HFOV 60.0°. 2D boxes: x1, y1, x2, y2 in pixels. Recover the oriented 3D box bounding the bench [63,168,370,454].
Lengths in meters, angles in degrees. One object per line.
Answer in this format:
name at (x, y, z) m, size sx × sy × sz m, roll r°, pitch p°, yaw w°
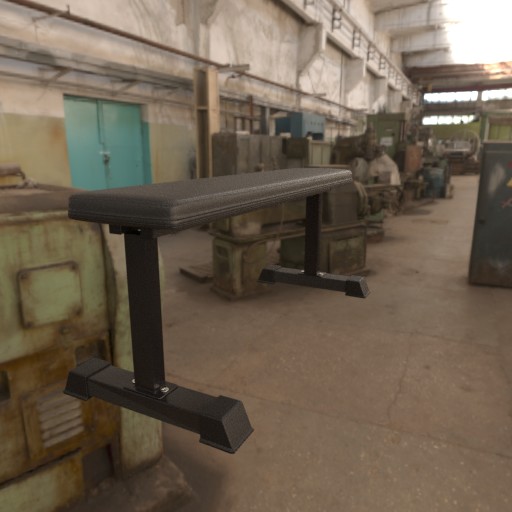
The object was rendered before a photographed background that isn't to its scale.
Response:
bench at (0.000, 0.000, 1.267) m, size 0.439 × 0.453 × 1.072 m, roll 7°, pitch 16°, yaw 27°
